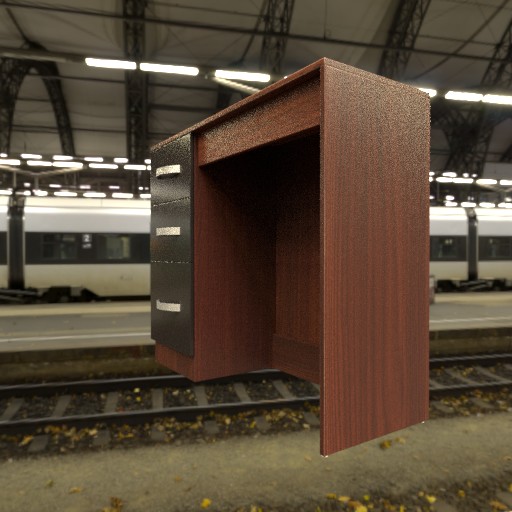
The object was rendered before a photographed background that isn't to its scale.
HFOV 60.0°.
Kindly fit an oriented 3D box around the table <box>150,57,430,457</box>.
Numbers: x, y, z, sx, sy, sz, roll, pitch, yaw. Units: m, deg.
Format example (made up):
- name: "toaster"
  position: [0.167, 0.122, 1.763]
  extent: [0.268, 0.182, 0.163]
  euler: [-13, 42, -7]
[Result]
- name: "table"
  position: [0.000, 0.000, 1.344]
  extent: [0.380, 0.790, 0.930]
  euler: [0, 1, -34]
